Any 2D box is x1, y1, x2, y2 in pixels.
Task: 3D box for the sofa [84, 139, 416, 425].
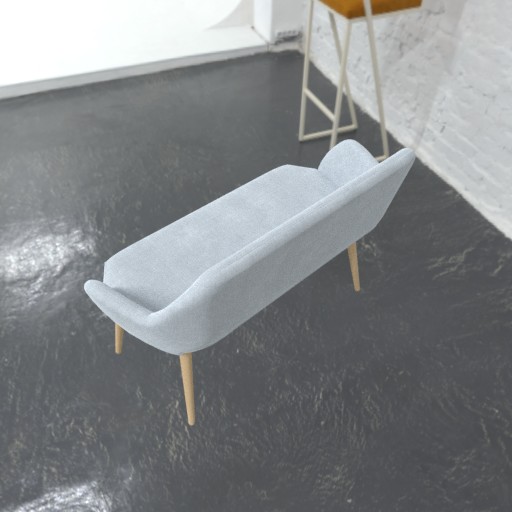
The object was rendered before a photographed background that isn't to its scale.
[{"bbox_3d":[0.000,0.000,1.609,1.150,0.840,0.610,-33,54,-28],"label":"sofa"}]
